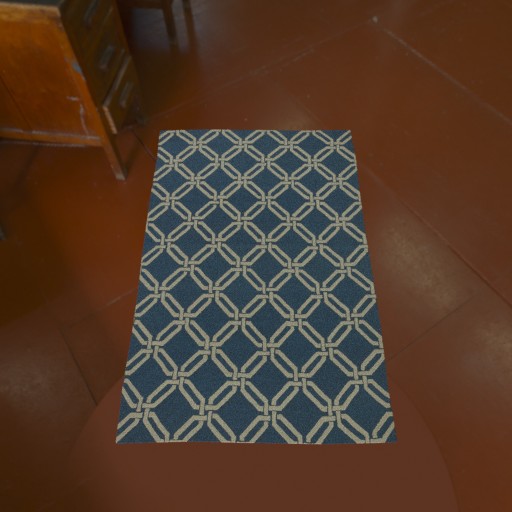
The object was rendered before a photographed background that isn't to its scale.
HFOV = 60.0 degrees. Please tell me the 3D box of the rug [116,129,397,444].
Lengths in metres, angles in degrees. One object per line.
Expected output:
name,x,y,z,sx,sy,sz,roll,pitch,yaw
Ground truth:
rug,0.000,0.000,2.228,1.153,0.010,1.755,0,60,0
